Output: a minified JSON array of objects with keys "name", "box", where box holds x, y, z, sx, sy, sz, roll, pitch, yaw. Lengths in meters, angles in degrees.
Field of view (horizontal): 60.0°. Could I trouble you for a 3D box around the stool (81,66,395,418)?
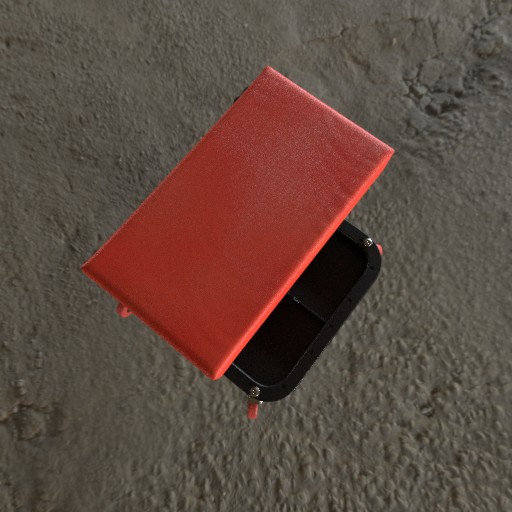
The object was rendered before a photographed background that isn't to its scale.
[{"name":"stool","box":[0.000,0.000,0.729,0.371,0.380,0.446,37,78,10]}]
